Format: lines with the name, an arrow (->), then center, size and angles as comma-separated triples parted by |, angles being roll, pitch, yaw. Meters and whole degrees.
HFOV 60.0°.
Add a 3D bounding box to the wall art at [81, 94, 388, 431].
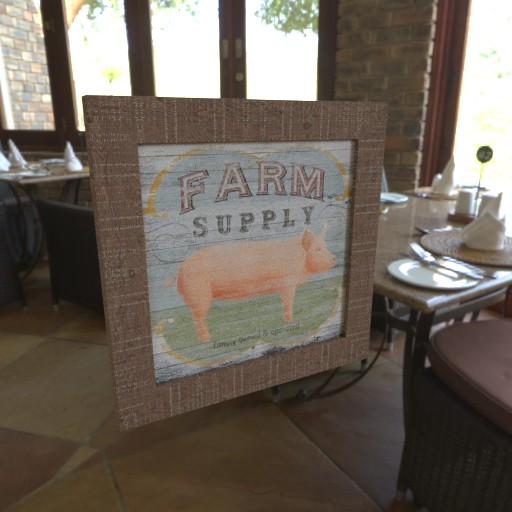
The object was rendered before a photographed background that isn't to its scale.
wall art -> 0.000, 0.000, 0.798 | 0.531, 0.531, 0.040 | -8, 19, -26
